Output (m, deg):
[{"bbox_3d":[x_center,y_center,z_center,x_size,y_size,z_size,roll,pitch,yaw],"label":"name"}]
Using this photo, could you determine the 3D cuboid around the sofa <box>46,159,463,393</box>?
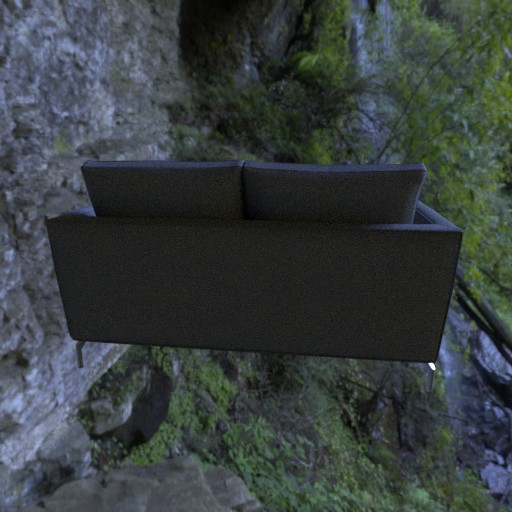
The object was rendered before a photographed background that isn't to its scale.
[{"bbox_3d":[0.000,0.000,2.094,1.594,0.924,0.803,2,16,7],"label":"sofa"}]
